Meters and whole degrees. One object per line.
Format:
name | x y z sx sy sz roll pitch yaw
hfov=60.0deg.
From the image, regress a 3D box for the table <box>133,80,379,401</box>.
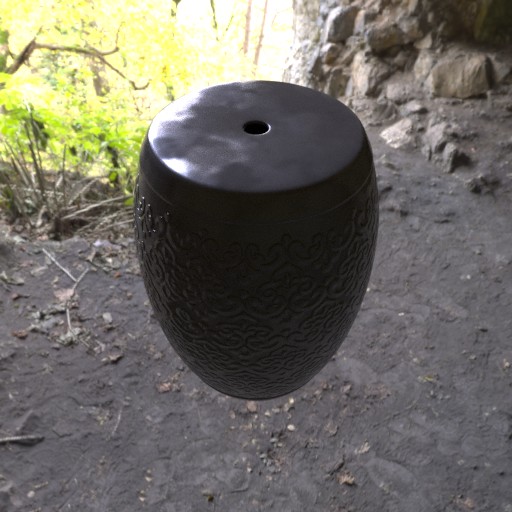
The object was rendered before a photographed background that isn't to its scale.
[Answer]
table | 0.000 0.000 0.612 0.309 0.397 0.309 0 46 0
